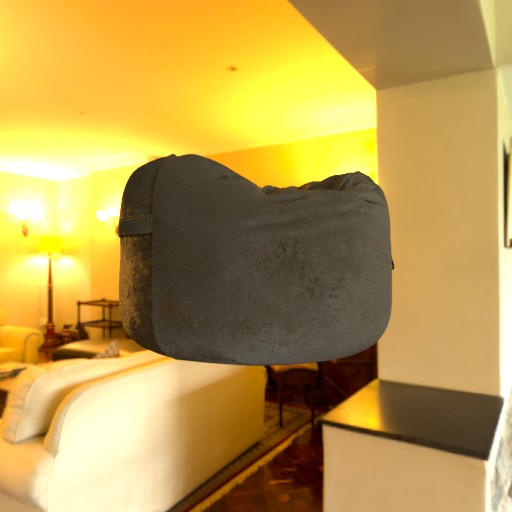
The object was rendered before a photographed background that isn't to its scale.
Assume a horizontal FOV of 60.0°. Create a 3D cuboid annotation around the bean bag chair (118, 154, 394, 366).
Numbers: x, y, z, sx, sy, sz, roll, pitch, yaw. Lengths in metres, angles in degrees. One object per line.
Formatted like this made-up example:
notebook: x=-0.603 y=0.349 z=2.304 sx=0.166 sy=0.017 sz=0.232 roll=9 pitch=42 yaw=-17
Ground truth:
bean bag chair: x=0.000 y=0.000 z=1.543 sx=0.918 sy=0.605 sz=0.918 roll=0 pitch=-1 yaw=0
